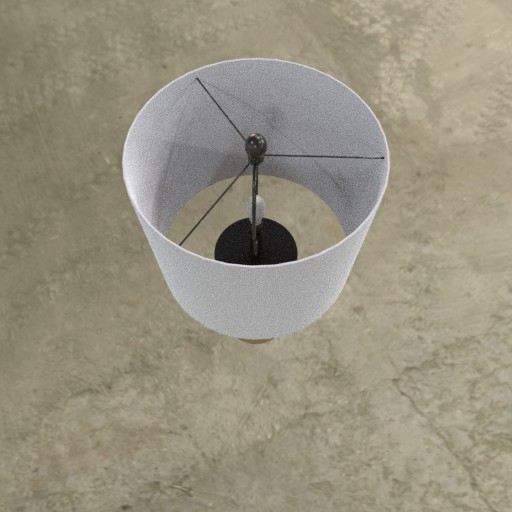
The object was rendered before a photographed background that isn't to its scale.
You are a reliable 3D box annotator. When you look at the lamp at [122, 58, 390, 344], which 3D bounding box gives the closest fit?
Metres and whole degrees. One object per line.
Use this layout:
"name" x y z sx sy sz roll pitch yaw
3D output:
"lamp" 0.000 0.000 0.744 0.304 0.573 0.304 2 63 1
